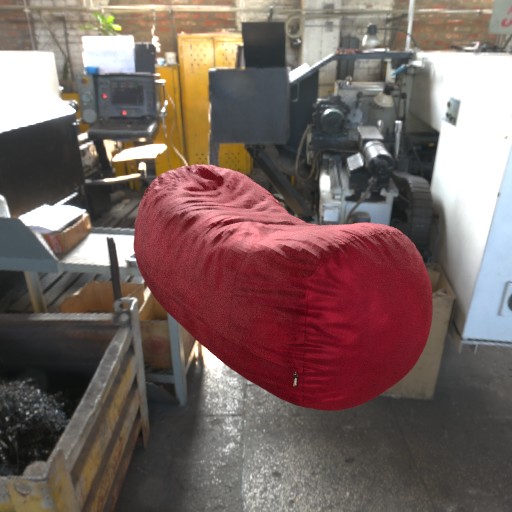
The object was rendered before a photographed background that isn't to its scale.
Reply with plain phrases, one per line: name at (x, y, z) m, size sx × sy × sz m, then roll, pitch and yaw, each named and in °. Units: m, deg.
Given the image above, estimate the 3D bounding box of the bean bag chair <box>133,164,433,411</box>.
bean bag chair at (0.000, 0.000, 2.851) m, size 1.216 × 0.867 × 2.293 m, roll -17°, pitch 30°, yaw -33°
